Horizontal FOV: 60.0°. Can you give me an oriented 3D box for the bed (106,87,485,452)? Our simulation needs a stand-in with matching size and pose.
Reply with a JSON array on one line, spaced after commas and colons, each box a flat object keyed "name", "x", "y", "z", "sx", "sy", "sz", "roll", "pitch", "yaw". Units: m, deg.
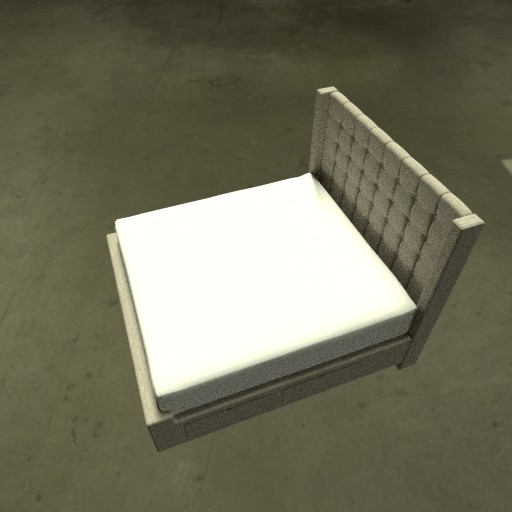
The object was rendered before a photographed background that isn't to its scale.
[{"name": "bed", "x": 0.000, "y": 0.000, "z": 3.796, "sx": 2.372, "sy": 1.748, "sz": 2.044, "roll": -15, "pitch": 48, "yaw": -14}]
